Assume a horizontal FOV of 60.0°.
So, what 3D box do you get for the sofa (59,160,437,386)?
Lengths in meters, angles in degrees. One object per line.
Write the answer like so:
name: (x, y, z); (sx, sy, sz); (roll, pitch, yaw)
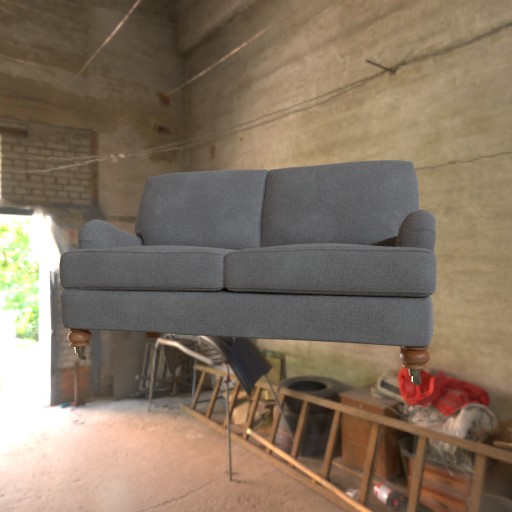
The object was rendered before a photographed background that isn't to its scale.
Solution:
sofa: (0.000, 0.000, 2.493); (1.853, 1.101, 1.084); (0, -1, 17)
